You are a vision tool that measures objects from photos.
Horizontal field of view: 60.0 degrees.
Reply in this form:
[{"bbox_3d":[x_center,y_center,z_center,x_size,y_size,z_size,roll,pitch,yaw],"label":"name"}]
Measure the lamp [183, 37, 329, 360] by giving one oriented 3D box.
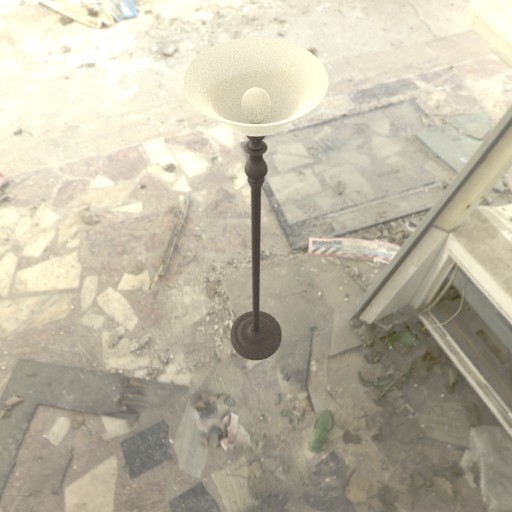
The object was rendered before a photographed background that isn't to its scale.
[{"bbox_3d":[0.000,0.000,1.985,0.405,1.797,0.405,0,56,0],"label":"lamp"}]
